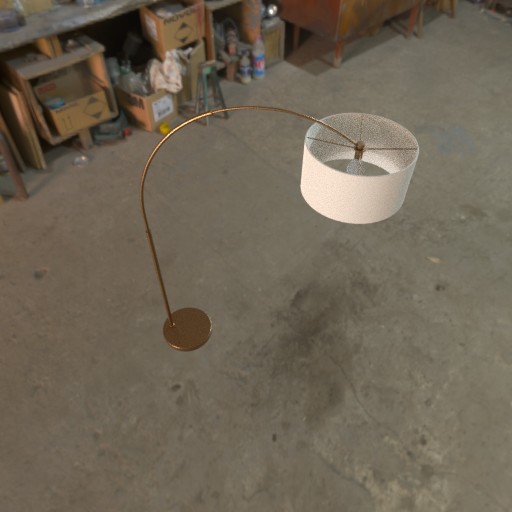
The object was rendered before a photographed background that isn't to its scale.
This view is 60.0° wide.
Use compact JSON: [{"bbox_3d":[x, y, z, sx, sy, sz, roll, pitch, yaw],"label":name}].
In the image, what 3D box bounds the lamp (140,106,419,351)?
[{"bbox_3d":[0.000,0.000,2.627,1.434,1.927,0.493,8,48,7],"label":"lamp"}]
